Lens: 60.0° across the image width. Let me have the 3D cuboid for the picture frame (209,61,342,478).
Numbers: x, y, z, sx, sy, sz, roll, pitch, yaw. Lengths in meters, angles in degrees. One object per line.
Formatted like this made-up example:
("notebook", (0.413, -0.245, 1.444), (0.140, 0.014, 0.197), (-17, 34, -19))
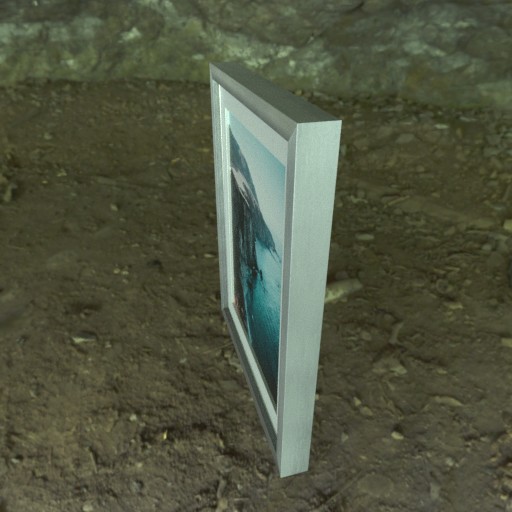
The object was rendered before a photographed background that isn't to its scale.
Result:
("picture frame", (0.000, 0.000, 0.753), (0.046, 0.555, 0.449), (-8, 32, -14))
